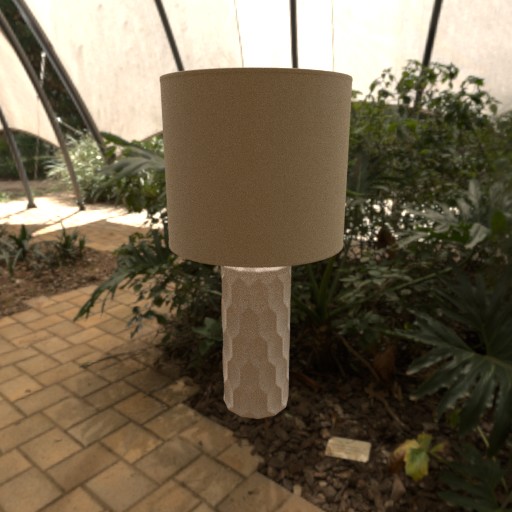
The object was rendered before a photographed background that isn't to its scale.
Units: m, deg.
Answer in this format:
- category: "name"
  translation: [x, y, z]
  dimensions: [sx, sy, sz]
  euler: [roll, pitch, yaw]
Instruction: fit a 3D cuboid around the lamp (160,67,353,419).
- category: "lamp"
  translation: [0.000, 0.000, 0.722]
  dimensions: [0.277, 0.537, 0.277]
  euler: [3, 16, 10]
